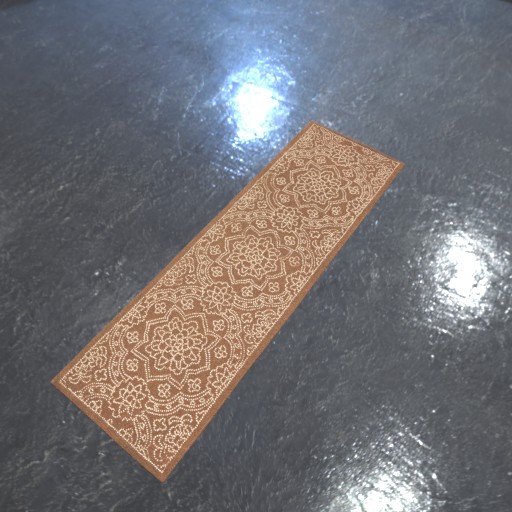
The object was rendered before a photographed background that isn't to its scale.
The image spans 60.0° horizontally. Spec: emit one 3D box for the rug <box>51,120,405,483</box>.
[{"bbox_3d":[0.000,0.000,2.636,0.769,0.012,2.448,32,62,19],"label":"rug"}]
